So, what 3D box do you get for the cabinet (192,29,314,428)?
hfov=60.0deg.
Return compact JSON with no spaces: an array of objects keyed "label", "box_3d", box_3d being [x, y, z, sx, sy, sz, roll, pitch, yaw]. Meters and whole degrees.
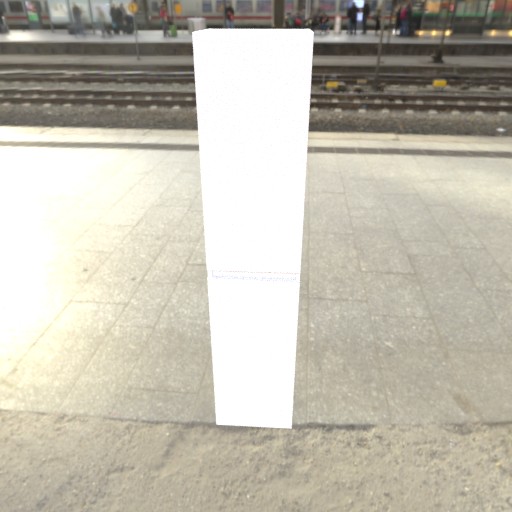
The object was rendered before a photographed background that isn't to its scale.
[{"label":"cabinet","box_3d":[0.000,0.000,1.543,0.300,1.400,0.269,2,29,3]}]
